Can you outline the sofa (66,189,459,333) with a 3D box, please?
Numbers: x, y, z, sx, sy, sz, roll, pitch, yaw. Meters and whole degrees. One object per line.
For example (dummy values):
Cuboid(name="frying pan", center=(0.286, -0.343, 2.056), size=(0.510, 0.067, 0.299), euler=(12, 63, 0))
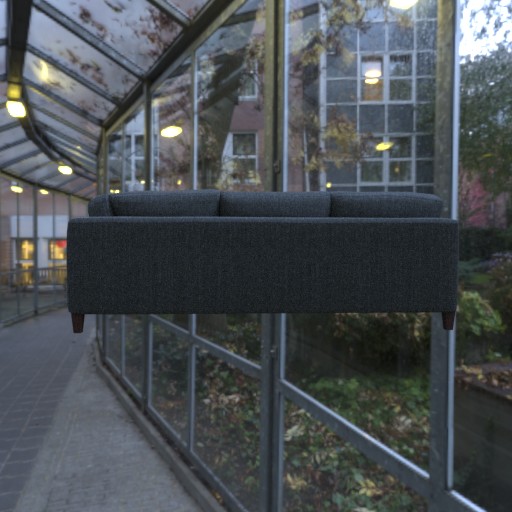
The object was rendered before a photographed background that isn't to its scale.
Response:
Cuboid(name="sofa", center=(0.000, 0.000, 4.488), size=(2.593, 0.947, 3.302), euler=(0, 1, -3))
